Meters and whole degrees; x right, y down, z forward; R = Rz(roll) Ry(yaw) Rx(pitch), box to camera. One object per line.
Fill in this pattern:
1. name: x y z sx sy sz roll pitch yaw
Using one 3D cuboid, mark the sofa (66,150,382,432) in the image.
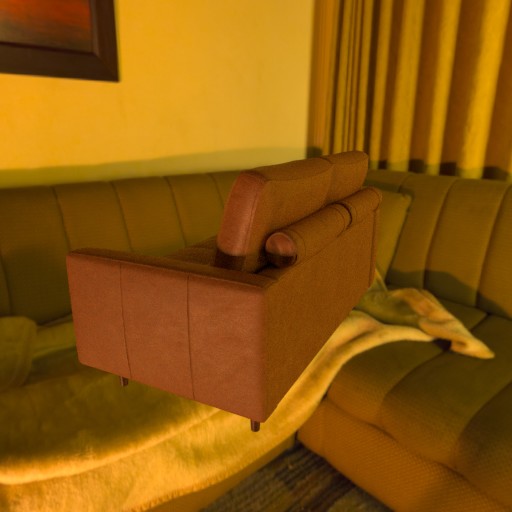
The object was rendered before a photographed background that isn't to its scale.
1. sofa: 0.000 0.000 2.016 0.868 0.898 1.430 8 18 26
